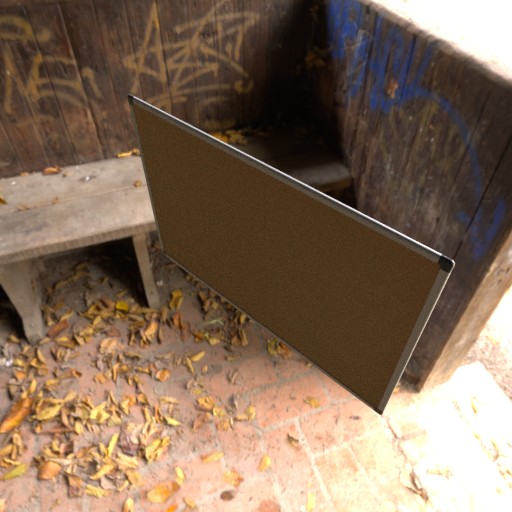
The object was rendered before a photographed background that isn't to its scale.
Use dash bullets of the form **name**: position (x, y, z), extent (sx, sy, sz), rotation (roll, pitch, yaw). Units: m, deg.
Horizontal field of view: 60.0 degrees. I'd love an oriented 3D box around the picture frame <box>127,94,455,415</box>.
- **picture frame**: position (0.000, 0.000, 1.168), extent (0.900, 0.600, 0.010), rotation (33, 55, 27)
